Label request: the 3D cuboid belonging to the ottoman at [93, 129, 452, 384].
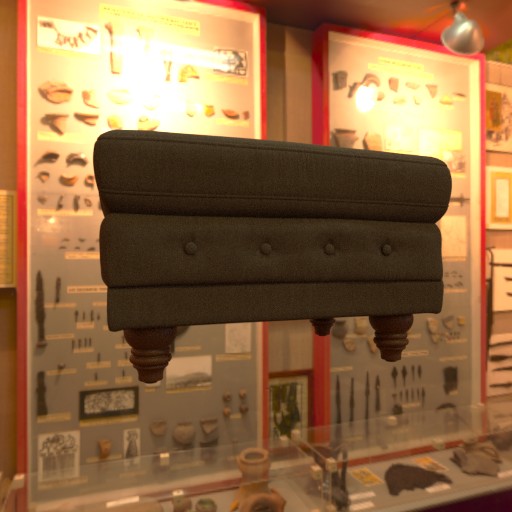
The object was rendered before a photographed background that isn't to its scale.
[{"bbox_3d":[0.000,0.000,1.137,0.771,0.500,0.569,0,0,-18],"label":"ottoman"}]
